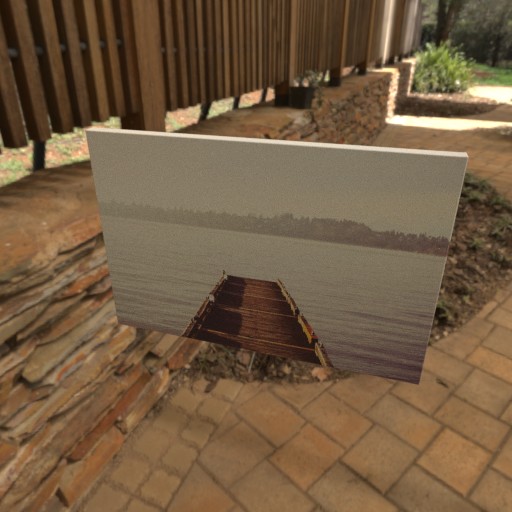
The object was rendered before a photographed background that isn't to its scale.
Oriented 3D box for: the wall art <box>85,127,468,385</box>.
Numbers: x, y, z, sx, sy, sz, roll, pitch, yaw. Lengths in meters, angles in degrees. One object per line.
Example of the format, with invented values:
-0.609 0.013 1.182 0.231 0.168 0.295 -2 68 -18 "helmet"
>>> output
0.000 0.000 1.174 0.916 0.609 0.037 8 28 16 "wall art"
